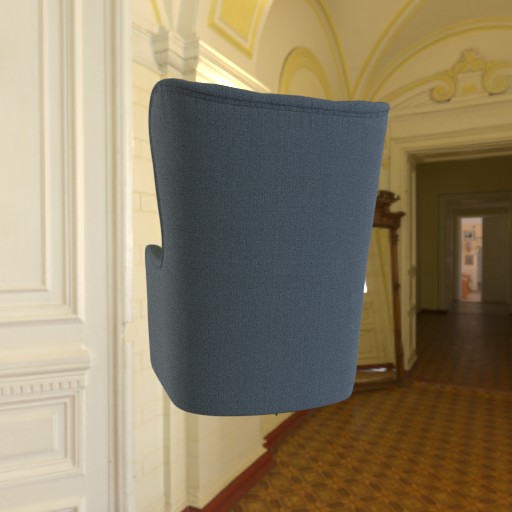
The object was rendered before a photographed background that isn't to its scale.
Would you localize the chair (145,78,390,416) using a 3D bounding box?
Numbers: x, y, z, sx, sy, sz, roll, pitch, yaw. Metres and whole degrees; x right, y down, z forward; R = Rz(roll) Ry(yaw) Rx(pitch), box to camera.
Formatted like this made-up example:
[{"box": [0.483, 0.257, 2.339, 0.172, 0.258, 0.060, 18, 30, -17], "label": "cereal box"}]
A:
[{"box": [0.000, 0.000, 1.728, 0.831, 1.079, 0.930, 0, 1, -17], "label": "chair"}]
